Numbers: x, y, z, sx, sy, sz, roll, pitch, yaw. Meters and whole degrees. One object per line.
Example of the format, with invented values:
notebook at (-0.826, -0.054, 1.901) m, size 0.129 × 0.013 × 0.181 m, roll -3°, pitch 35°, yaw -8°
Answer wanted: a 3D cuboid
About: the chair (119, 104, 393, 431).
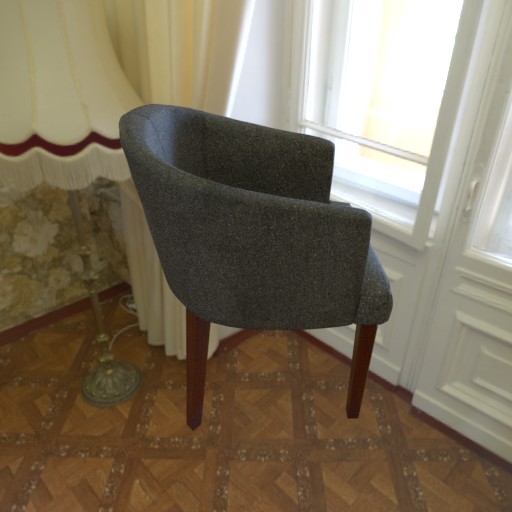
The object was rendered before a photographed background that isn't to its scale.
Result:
chair at (0.000, 0.000, 1.277) m, size 0.655 × 0.811 × 0.583 m, roll 0°, pitch 31°, yaw 0°
